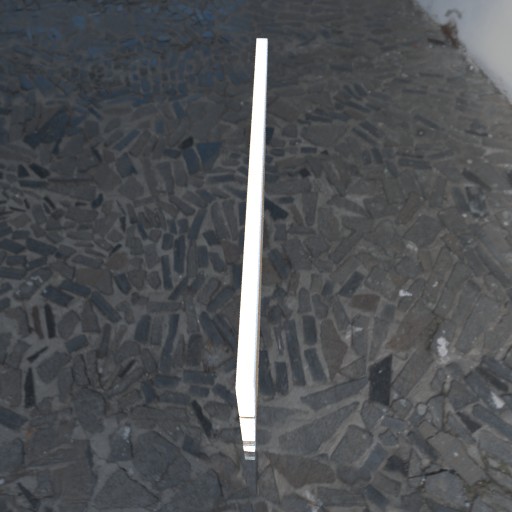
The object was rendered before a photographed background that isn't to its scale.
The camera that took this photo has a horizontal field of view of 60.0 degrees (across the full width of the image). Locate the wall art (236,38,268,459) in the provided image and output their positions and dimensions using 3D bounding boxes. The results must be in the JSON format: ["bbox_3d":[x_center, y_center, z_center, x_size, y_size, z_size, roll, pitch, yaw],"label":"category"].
[{"bbox_3d":[0.000,0.000,1.599,0.039,0.915,1.219,2,57,1],"label":"wall art"}]
